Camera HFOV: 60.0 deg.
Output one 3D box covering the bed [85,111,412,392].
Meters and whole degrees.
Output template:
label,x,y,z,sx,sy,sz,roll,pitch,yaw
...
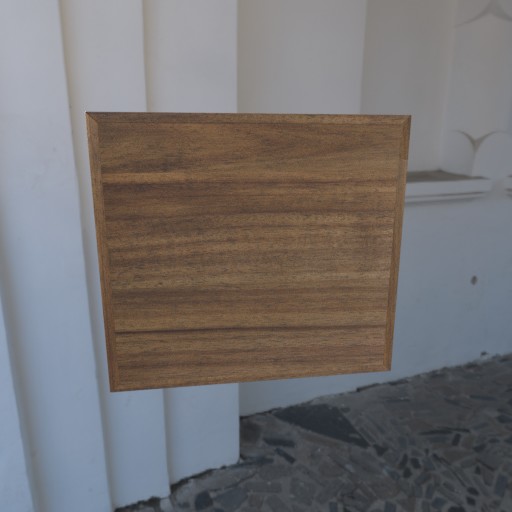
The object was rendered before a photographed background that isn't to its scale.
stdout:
label,x,y,z,sx,sy,sz,roll,pitch,yaw
bed,0.000,0.000,1.535,1.041,0.940,0.043,-2,14,-8
